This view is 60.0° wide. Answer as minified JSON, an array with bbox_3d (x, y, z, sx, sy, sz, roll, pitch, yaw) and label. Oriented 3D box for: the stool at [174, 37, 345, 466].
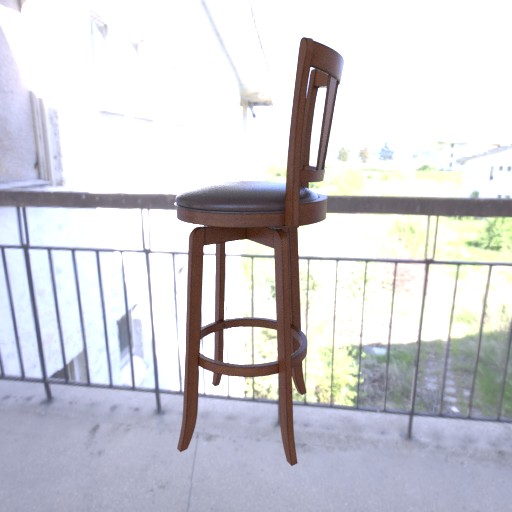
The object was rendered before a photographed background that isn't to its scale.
[{"bbox_3d":[0.000,0.000,1.417,0.503,1.177,0.464,2,14,10],"label":"stool"}]
